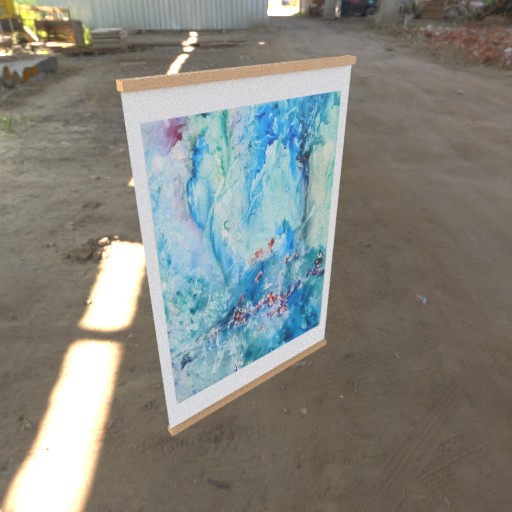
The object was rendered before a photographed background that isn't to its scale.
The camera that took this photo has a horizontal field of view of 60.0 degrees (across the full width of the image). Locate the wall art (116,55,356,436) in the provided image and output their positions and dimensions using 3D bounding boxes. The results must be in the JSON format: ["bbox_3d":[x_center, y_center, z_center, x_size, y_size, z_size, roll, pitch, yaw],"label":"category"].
[{"bbox_3d":[0.000,0.000,1.285,0.669,1.020,0.027,-22,37,-32],"label":"wall art"}]
